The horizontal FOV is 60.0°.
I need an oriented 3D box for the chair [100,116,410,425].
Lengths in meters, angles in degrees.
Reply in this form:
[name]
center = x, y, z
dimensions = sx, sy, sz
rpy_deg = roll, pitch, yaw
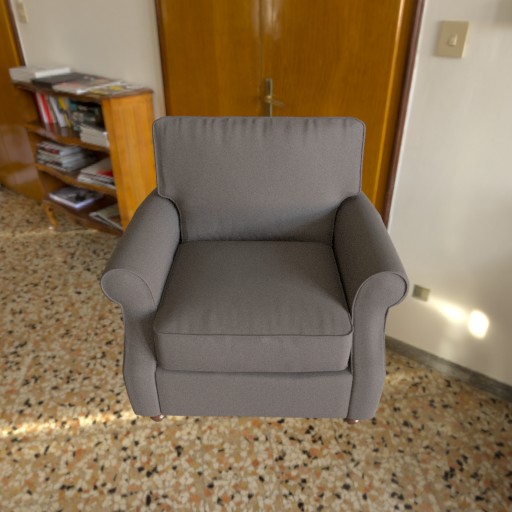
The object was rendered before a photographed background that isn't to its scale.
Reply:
[chair]
center = 0.000, 0.000, 1.770
dimensions = 1.029, 0.967, 0.966
rpy_deg = 1, 30, 1
